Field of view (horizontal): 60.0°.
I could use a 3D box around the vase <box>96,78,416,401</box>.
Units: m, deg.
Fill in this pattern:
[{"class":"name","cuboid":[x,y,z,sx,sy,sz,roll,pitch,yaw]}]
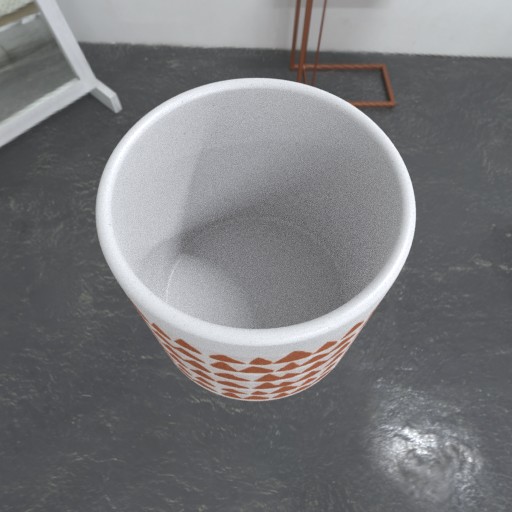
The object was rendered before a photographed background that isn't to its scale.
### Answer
[{"class":"vase","cuboid":[0.000,0.000,0.246,0.137,0.127,0.137,0,63,0]}]
